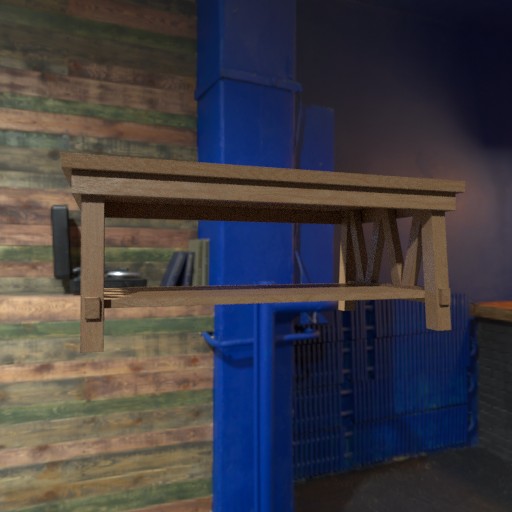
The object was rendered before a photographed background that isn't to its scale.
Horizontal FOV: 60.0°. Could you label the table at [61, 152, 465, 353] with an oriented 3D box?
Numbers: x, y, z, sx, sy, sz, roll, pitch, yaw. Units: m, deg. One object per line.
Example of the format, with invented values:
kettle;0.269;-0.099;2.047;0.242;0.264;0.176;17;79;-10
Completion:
table;0.000;0.000;1.646;1.270;0.507;0.711;0;-1;-19
